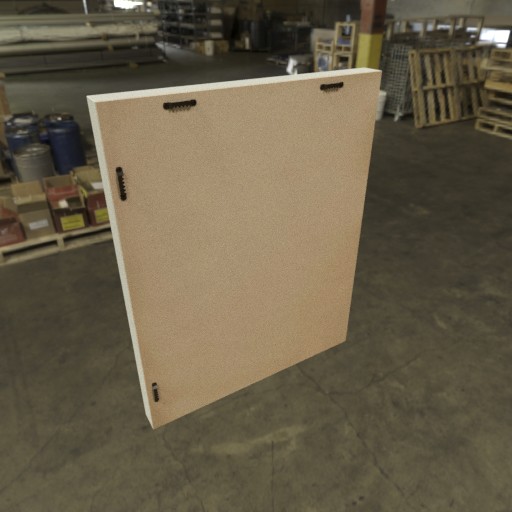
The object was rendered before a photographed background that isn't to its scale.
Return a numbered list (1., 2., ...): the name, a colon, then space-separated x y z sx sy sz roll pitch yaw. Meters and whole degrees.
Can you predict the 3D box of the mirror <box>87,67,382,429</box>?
1. mirror: 0.000 0.000 0.685 0.405 0.508 0.041 -17 35 -27
